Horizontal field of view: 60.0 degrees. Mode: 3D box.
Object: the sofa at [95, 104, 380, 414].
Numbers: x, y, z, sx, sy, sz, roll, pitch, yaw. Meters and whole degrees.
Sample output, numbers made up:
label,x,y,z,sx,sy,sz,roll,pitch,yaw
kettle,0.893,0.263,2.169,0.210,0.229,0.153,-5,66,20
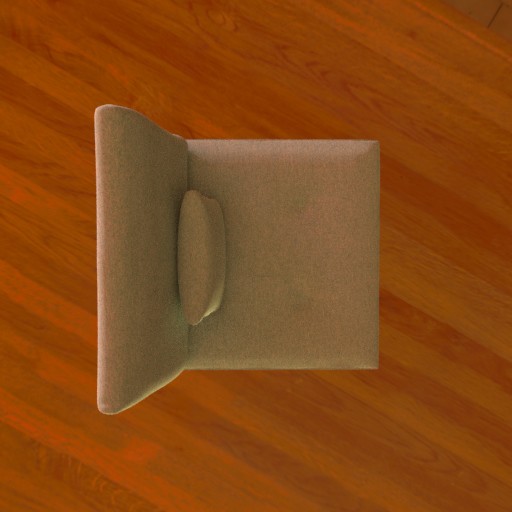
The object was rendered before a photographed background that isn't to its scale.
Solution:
label,x,y,z,sx,sy,sz,roll,pitch,yaw
sofa,0.000,0.000,1.680,1.000,0.820,0.930,0,92,-1
